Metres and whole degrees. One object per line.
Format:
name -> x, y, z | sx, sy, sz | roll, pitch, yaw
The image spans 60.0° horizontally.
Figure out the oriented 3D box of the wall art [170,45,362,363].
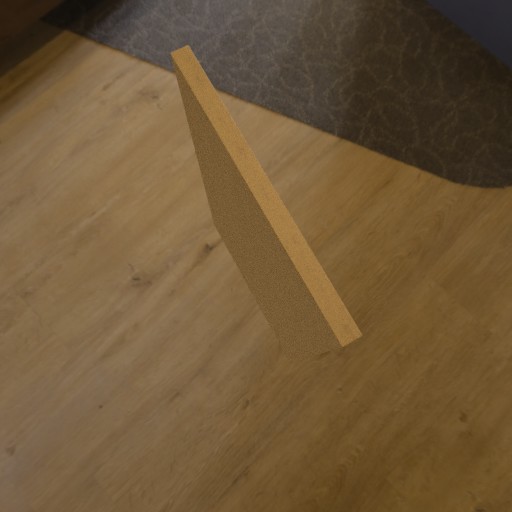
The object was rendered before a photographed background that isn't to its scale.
wall art -> 0.000, 0.000, 1.020 | 0.039, 0.810, 0.510 | -28, 77, -7
